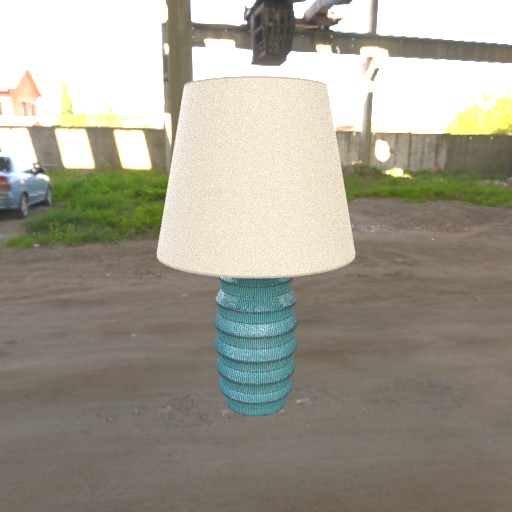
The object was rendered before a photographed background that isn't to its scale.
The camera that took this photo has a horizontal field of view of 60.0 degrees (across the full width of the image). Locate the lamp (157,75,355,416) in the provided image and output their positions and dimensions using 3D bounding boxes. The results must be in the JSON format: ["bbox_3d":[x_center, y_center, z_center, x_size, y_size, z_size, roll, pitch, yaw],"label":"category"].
[{"bbox_3d":[0.000,0.000,0.811,0.355,0.582,0.355,0,13,0],"label":"lamp"}]
